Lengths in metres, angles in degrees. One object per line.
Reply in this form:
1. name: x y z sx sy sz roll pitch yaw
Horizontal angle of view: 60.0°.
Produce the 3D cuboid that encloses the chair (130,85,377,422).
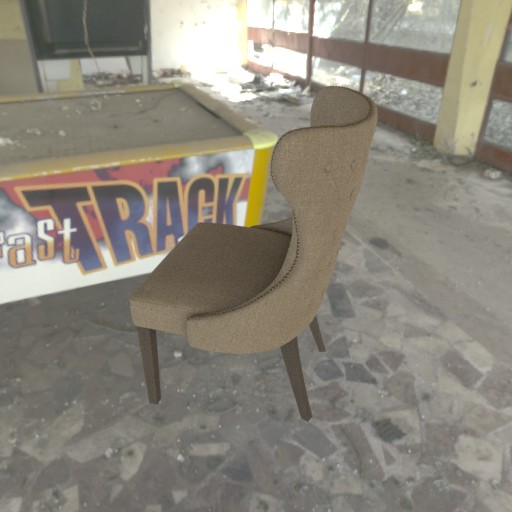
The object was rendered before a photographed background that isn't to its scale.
1. chair: 0.000 0.000 1.416 0.635 0.967 0.628 8 31 14
